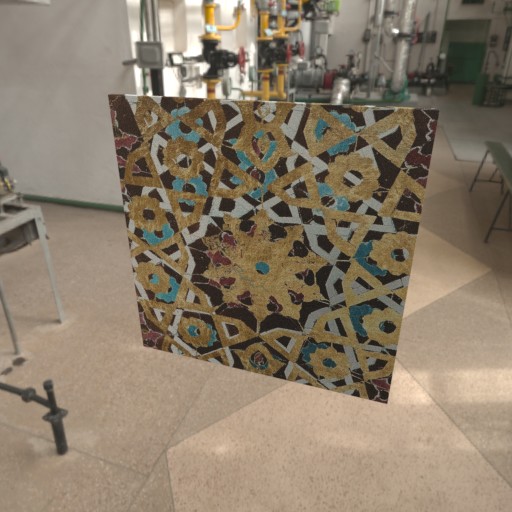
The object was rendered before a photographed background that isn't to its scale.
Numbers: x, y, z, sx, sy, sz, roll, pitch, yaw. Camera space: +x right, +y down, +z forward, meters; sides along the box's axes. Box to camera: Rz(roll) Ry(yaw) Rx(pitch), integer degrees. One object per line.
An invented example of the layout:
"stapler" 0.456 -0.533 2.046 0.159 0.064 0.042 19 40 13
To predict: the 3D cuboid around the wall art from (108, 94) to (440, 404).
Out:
"wall art" 0.000 0.000 0.611 0.404 0.406 0.010 9 28 17
